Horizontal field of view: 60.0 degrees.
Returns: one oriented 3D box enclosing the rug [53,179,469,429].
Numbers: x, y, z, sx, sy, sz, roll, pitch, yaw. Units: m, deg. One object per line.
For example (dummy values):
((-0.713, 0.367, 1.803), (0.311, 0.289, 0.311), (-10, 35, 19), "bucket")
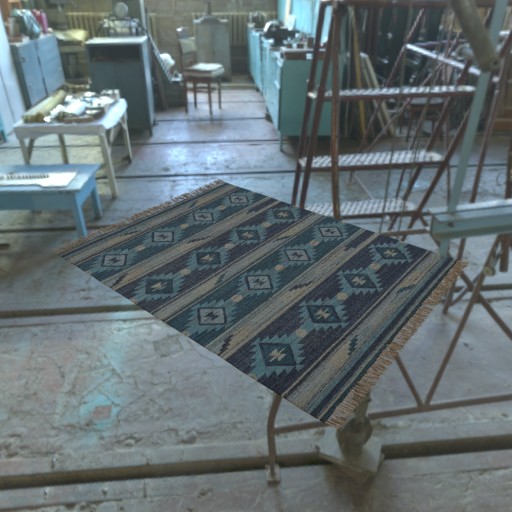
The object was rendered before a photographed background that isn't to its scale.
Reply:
((0.000, 0.000, 4.312), (3.307, 0.047, 2.418), (24, 39, 33), "rug")
